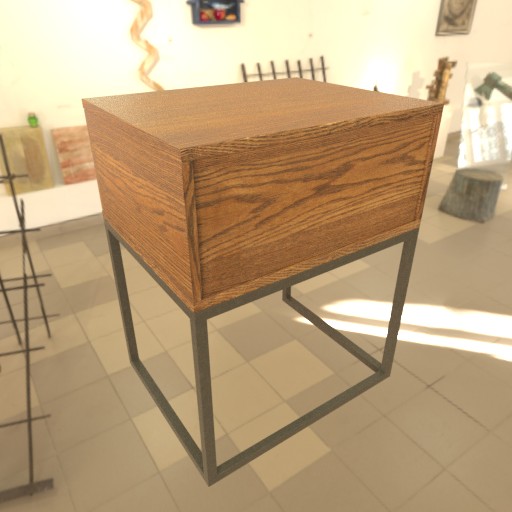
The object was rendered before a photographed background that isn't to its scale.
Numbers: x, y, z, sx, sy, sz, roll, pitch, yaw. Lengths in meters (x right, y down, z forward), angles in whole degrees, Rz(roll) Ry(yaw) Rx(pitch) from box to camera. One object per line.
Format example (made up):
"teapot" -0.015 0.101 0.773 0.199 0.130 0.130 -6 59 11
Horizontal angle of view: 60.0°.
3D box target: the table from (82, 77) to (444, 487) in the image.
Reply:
"table" 0.000 0.000 0.906 0.482 0.610 0.400 -19 34 -30
